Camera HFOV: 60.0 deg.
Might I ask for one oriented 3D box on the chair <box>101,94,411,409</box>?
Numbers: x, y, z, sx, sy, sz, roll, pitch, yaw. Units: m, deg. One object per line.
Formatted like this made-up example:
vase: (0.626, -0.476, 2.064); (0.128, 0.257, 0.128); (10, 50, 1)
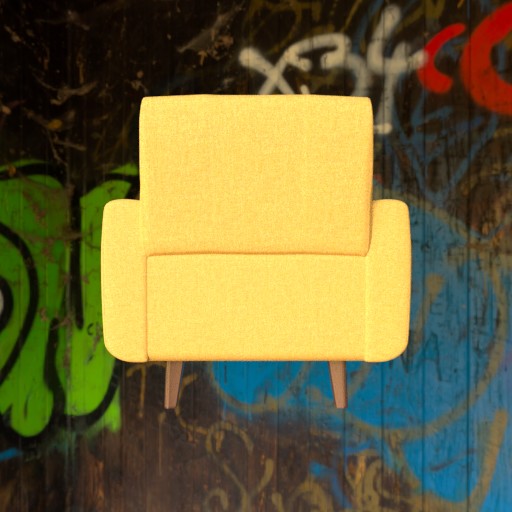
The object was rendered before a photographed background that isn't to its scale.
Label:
chair: (0.000, 0.000, 1.552); (0.831, 0.841, 0.909); (0, 0, 0)
